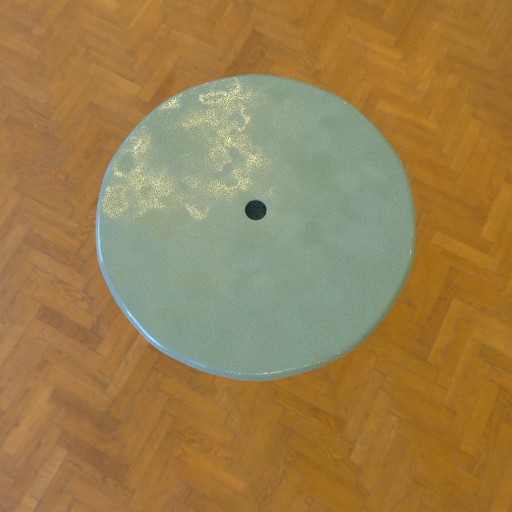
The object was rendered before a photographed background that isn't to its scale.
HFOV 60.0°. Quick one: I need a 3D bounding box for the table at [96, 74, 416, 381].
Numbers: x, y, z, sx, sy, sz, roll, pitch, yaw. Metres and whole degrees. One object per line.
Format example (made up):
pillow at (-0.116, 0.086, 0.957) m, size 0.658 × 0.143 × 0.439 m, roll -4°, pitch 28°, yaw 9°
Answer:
table at (0.000, 0.000, 0.660) m, size 0.352 × 0.387 × 0.352 m, roll 0°, pitch 75°, yaw 0°
